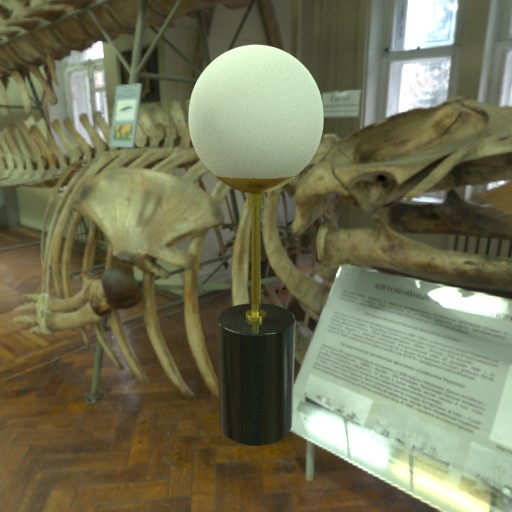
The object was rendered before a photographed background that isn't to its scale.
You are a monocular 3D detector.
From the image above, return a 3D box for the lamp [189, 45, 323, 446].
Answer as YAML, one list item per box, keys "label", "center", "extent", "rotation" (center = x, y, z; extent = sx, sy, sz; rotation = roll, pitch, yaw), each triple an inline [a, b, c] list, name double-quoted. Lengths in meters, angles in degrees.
- label: "lamp"
  center: [0.000, 0.000, 0.553]
  extent: [0.153, 0.480, 0.153]
  rotation: [0, 16, 0]
